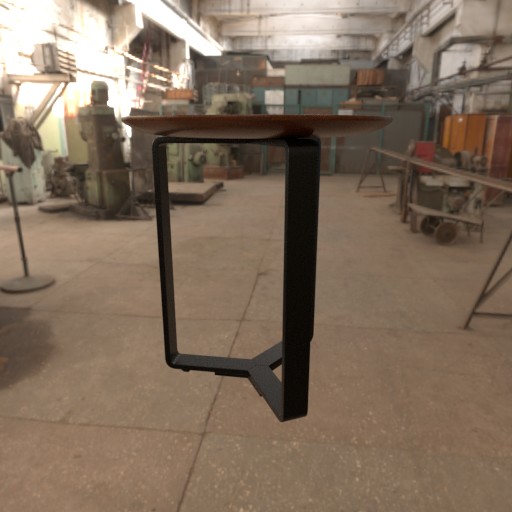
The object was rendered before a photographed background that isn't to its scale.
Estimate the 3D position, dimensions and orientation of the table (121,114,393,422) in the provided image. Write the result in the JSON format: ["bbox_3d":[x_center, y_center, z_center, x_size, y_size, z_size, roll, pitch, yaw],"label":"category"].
[{"bbox_3d":[0.000,0.000,0.755,0.410,0.450,0.380,3,16,9],"label":"table"}]
